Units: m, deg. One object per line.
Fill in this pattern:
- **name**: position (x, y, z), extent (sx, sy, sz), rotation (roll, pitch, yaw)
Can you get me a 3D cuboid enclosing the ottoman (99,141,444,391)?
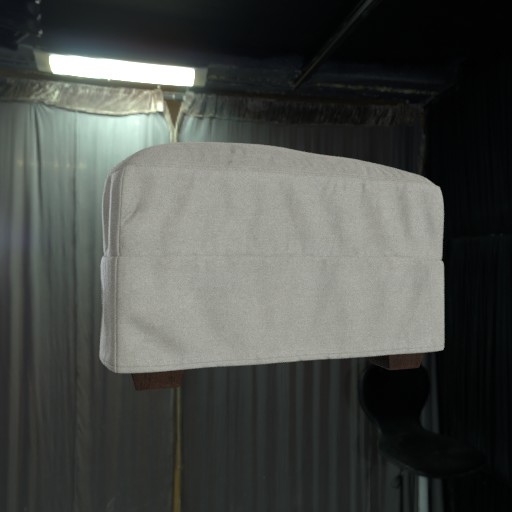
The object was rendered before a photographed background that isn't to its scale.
- **ottoman**: position (0.000, 0.000, 1.080), extent (0.712, 0.480, 0.584), rotation (0, -1, -18)
